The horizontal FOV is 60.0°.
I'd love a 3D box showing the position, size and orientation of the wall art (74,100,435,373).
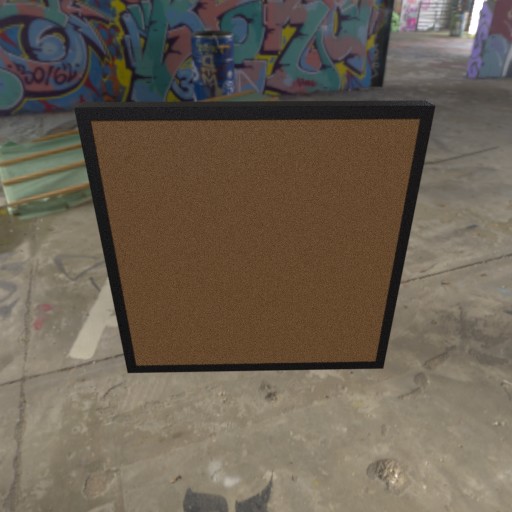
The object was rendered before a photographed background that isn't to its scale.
[{"bbox_3d":[0.000,0.000,0.764,0.506,0.506,0.037,-1,30,-1],"label":"wall art"}]
